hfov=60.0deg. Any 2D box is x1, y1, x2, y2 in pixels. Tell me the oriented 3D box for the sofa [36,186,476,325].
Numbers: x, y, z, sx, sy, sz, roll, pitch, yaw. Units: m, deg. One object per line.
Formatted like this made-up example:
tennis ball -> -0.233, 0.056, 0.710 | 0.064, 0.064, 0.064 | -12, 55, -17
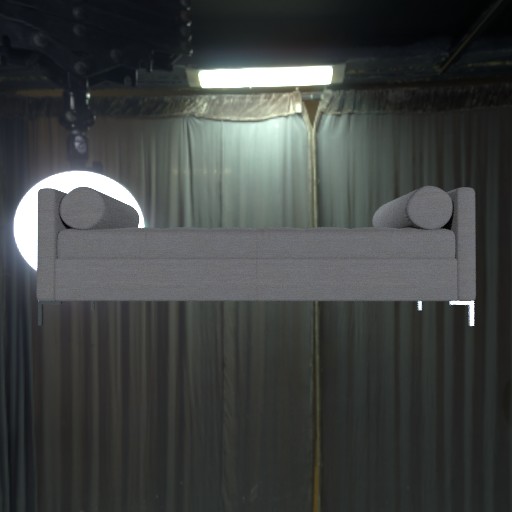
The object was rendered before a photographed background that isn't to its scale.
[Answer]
sofa -> 0.000, 0.000, 2.329 | 1.981, 0.635, 0.686 | 0, -1, 0
